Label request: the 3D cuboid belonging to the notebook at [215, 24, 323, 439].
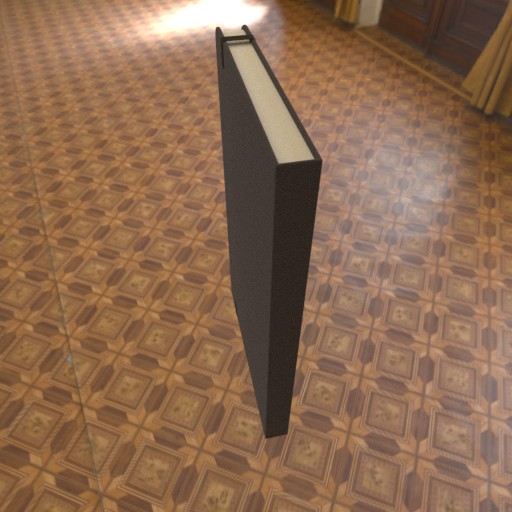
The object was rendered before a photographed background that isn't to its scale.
[{"bbox_3d":[0.000,0.000,0.256,0.016,0.213,0.127,-9,47,-8],"label":"notebook"}]
